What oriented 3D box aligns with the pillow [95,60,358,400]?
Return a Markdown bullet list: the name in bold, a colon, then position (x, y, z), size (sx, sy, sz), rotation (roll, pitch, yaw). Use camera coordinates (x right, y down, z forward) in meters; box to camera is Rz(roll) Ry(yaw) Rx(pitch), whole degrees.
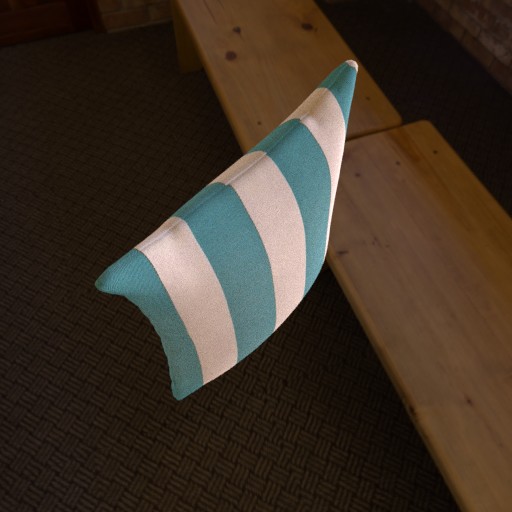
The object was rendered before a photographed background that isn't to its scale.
- **pillow**: position (0.000, 0.000, 0.811), size (0.189, 0.526, 0.536), rotation (34, 64, 19)
